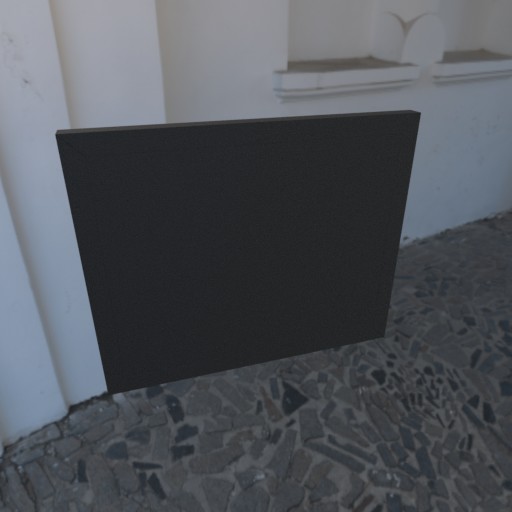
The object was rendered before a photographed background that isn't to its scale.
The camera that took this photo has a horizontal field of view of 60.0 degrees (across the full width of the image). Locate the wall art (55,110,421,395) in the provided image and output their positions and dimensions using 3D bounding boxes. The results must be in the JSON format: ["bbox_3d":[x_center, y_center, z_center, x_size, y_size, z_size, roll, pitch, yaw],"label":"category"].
[{"bbox_3d":[0.000,0.000,0.768,0.558,0.457,0.029,-8,28,-15],"label":"wall art"}]
